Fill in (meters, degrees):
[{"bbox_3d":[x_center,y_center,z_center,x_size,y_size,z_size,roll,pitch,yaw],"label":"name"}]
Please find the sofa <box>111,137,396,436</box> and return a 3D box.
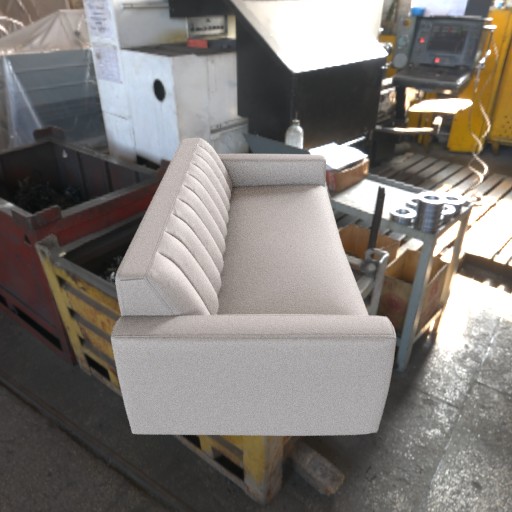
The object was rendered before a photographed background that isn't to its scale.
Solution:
[{"bbox_3d":[0.000,0.000,2.362,0.969,0.814,1.895,0,31,0],"label":"sofa"}]
